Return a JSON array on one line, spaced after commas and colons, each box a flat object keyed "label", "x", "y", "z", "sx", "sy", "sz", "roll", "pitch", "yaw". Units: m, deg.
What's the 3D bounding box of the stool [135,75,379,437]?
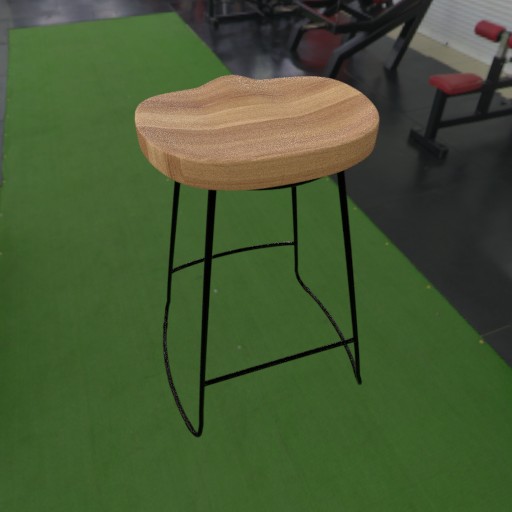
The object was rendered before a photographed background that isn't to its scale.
[{"label": "stool", "x": 0.000, "y": 0.000, "z": 0.959, "sx": 0.480, "sy": 0.679, "sz": 0.401, "roll": -13, "pitch": 44, "yaw": -14}]
